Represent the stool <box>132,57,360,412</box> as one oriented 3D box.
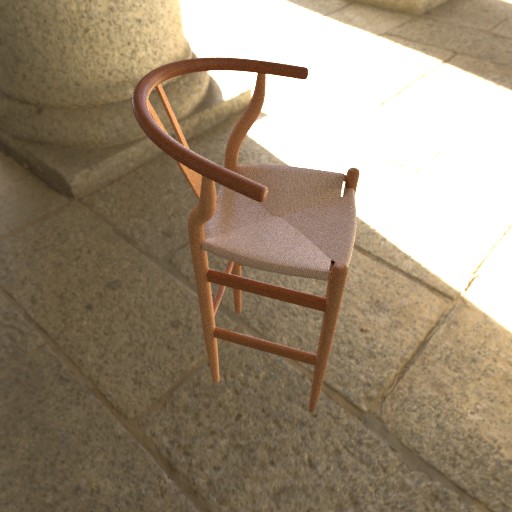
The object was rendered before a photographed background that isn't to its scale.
[{"bbox_3d":[0.000,0.000,1.372,0.561,1.068,0.574,9,47,9],"label":"stool"}]
